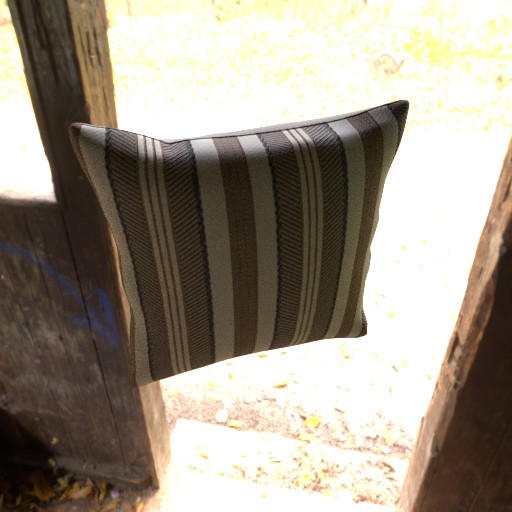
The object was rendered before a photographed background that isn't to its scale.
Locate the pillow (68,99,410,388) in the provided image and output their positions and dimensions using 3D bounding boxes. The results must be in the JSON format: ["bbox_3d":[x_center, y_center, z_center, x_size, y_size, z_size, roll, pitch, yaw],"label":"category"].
[{"bbox_3d":[0.000,0.000,0.622,0.416,0.401,0.173,-9,33,-15],"label":"pillow"}]
